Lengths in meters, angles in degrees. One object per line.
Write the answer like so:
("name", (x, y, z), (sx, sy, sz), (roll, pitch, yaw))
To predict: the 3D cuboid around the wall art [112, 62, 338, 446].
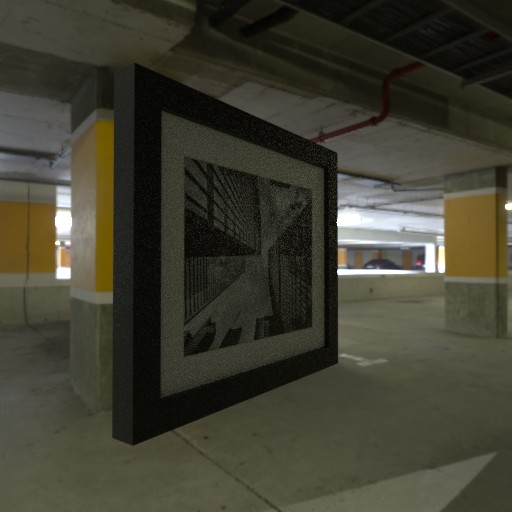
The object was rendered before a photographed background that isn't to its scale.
("wall art", (0.000, 0.000, 0.532), (0.028, 0.321, 0.381), (-1, -1, 37))
